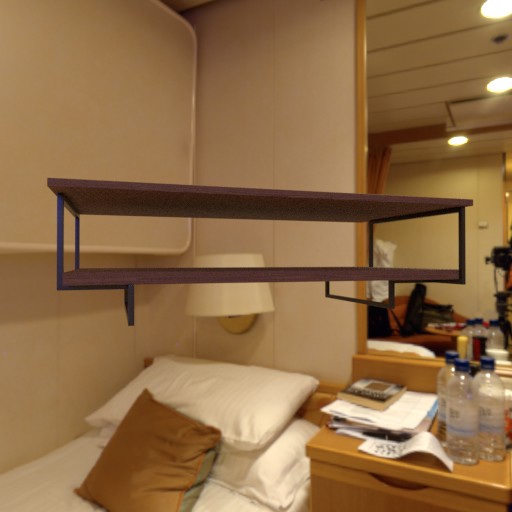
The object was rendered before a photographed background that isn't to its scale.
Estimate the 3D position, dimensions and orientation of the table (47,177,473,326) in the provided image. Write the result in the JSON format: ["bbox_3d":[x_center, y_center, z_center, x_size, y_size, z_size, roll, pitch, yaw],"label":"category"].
[{"bbox_3d":[0.000,0.000,1.491,1.197,0.347,0.651,0,-1,-18],"label":"table"}]
